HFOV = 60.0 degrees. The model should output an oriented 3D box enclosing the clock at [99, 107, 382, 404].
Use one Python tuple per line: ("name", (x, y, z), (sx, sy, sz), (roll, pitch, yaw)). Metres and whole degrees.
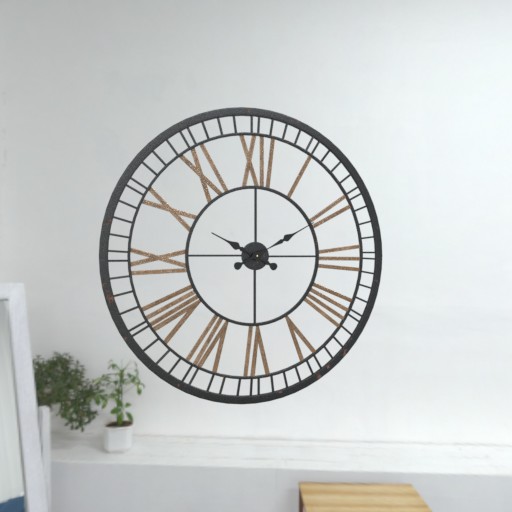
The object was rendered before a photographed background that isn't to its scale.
("clock", (0.000, 0.000, 1.261), (0.843, 0.843, 0.025), (0, 0, -19))
